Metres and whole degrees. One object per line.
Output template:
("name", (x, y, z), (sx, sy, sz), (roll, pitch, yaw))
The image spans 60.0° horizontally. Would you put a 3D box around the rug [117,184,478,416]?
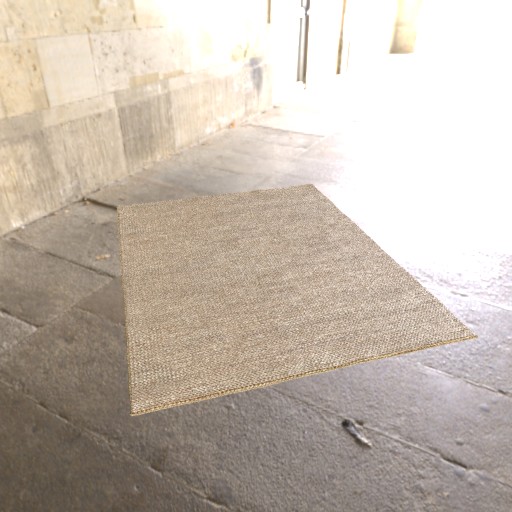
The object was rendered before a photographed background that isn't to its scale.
("rug", (0.000, 0.000, 4.122), (2.429, 0.030, 3.052), (-9, 32, -14))
